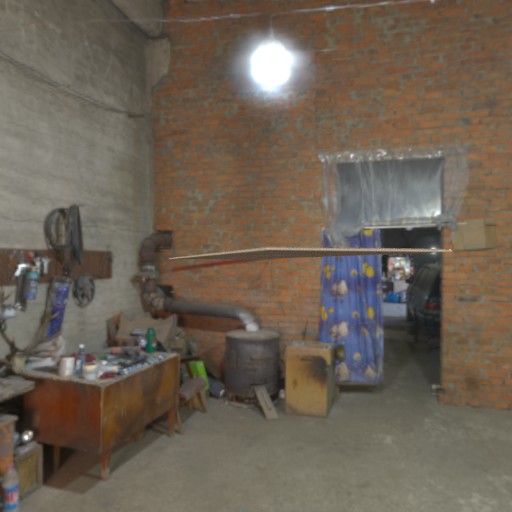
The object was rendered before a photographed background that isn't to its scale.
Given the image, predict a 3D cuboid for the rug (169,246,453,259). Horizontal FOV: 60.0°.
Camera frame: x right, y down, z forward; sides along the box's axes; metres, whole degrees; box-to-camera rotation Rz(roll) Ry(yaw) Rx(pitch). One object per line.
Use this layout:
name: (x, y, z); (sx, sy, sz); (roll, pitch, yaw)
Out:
rug: (0.000, 0.000, 2.419); (0.662, 0.011, 2.196); (0, -1, -18)
